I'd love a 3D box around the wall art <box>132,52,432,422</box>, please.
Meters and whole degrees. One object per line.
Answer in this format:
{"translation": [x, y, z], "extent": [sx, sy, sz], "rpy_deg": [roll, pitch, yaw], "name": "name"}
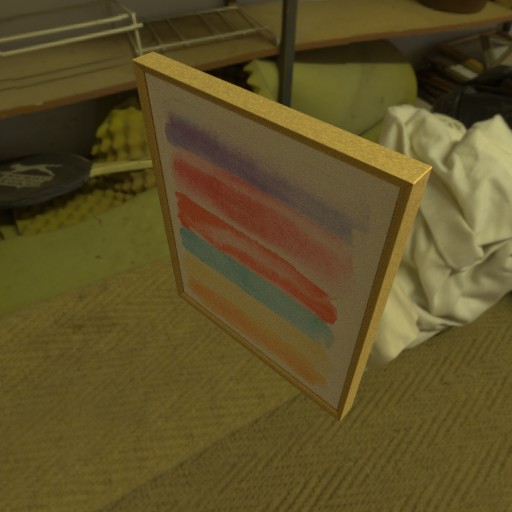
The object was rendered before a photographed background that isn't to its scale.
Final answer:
{"translation": [0.000, 0.000, 0.883], "extent": [0.537, 0.642, 0.048], "rpy_deg": [33, 54, 28], "name": "wall art"}
